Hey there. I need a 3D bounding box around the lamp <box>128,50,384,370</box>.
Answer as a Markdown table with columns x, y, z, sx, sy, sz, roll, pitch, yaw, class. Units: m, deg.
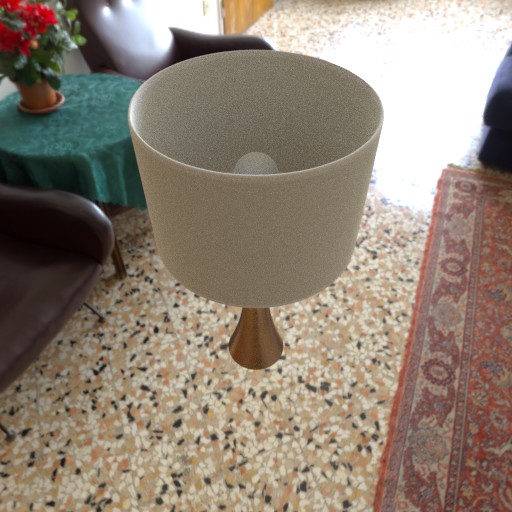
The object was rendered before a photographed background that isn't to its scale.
| x | y | z | sx | sy | sz | roll | pitch | yaw | class |
| --- | --- | --- | --- | --- | --- | --- | --- | --- | --- |
| 0.000 | 0.000 | 0.644 | 0.268 | 0.479 | 0.268 | -9 | 47 | -9 | lamp |
